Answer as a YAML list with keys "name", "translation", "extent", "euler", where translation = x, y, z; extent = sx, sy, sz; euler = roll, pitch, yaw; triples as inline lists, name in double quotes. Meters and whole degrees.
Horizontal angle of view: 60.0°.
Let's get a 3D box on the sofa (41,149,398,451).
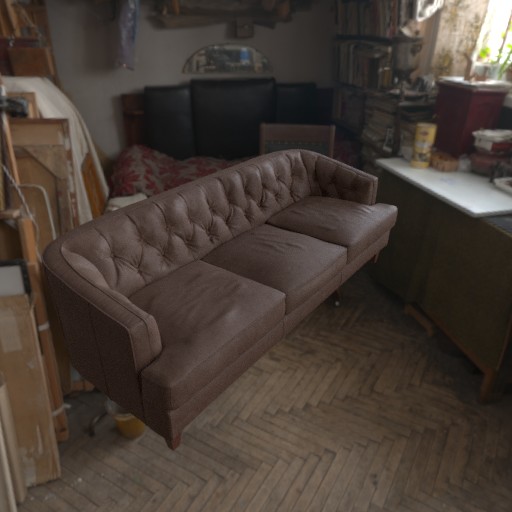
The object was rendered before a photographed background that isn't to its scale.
- name: "sofa"
  translation: [0.000, 0.000, 2.637]
  extent: [0.927, 0.787, 2.227]
  euler: [20, 34, 32]
